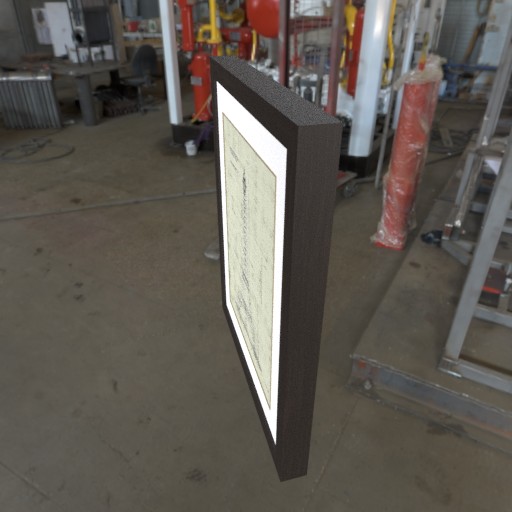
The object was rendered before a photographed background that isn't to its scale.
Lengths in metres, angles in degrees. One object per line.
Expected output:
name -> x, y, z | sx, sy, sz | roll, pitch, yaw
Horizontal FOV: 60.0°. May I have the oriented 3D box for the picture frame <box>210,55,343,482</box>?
picture frame -> 0.000, 0.000, 0.738 | 0.044, 0.555, 0.452 | -8, 33, -13
